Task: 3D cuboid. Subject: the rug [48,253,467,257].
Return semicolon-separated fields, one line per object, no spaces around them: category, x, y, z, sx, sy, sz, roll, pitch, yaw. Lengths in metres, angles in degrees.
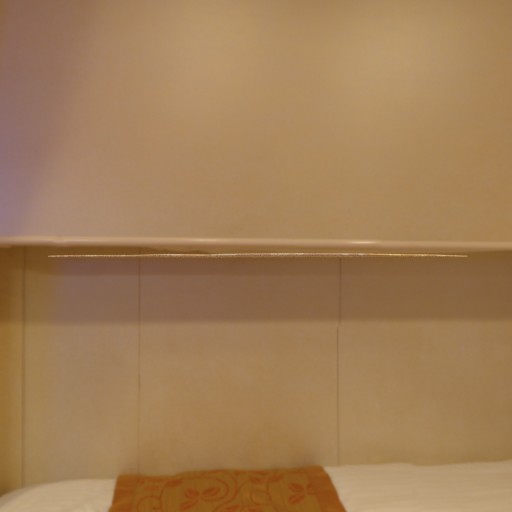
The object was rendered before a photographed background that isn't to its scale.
rug;0.000;0.000;4.349;3.365;0.020;2.452;0;0;37
